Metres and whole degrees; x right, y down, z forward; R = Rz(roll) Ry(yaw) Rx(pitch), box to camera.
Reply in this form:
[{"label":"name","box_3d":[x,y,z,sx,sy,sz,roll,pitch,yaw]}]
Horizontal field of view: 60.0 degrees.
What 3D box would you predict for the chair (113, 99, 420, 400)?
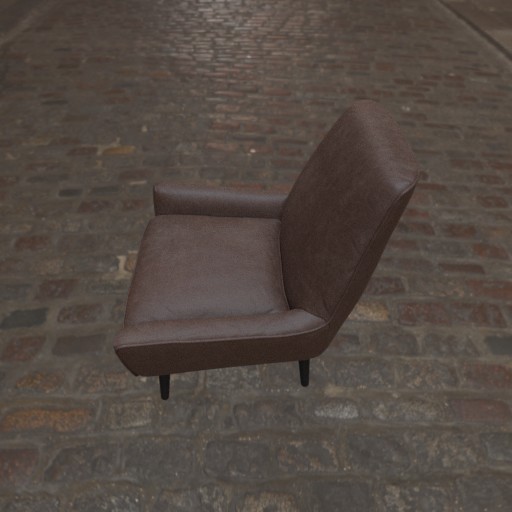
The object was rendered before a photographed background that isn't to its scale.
[{"label":"chair","box_3d":[0.000,0.000,1.486,0.824,0.888,0.787,-1,43,-1]}]
